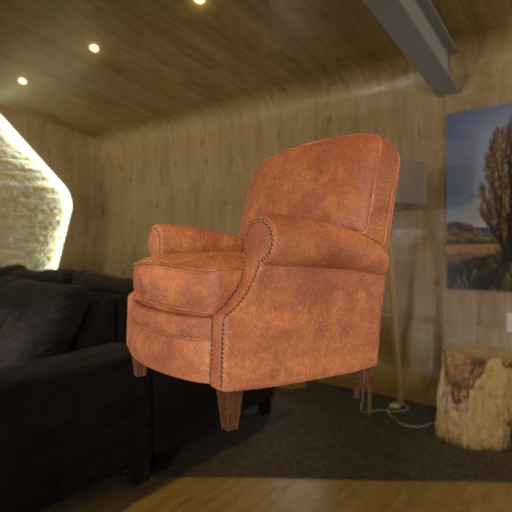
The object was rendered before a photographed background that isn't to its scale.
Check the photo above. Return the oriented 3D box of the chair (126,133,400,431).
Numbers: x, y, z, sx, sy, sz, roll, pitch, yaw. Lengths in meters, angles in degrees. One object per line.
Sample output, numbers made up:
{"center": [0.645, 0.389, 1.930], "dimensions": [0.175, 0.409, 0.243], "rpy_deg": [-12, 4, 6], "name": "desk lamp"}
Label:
{"center": [0.000, 0.000, 1.816], "dimensions": [0.986, 1.018, 0.936], "rpy_deg": [-1, 1, -37], "name": "chair"}
